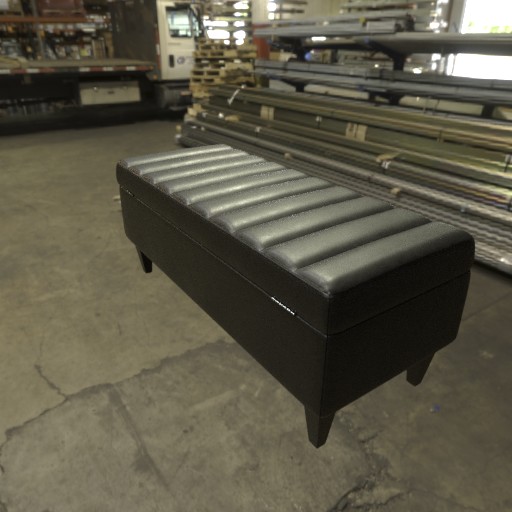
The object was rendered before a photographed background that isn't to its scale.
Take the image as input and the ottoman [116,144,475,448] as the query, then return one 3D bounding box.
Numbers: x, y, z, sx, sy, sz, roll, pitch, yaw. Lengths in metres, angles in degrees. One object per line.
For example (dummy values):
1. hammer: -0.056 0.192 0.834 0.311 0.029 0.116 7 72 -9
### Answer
1. ottoman: 0.000 0.000 1.412 0.482 0.469 1.151 -17 32 -31
